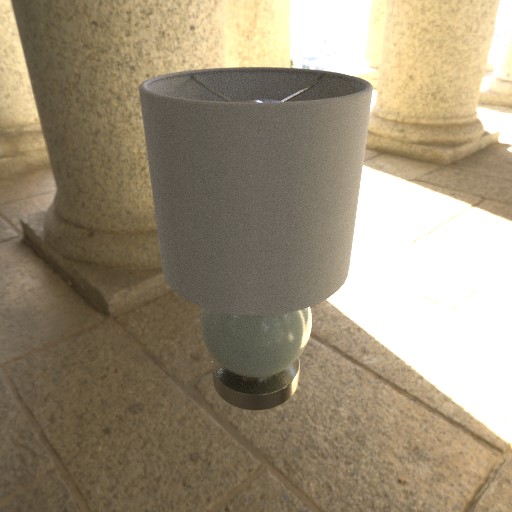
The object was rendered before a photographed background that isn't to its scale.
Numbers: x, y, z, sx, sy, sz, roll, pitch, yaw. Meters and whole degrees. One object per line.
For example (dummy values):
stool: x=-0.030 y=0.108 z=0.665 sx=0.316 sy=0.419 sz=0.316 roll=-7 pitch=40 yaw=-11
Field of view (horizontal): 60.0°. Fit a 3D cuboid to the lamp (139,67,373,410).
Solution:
lamp: x=0.000 y=0.000 z=0.476 sx=0.201 sy=0.353 sz=0.201 roll=9 pitch=31 yaw=16
